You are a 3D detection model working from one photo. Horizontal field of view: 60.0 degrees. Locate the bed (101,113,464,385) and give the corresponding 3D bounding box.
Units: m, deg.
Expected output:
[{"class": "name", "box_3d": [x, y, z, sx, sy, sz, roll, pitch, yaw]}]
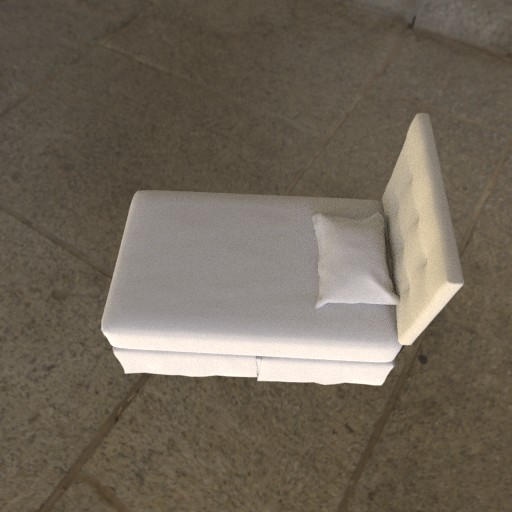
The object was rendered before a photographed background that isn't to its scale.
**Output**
[{"class": "bed", "box_3d": [0.000, 0.000, 2.993, 1.997, 1.571, 1.261, 3, 59, 2]}]
